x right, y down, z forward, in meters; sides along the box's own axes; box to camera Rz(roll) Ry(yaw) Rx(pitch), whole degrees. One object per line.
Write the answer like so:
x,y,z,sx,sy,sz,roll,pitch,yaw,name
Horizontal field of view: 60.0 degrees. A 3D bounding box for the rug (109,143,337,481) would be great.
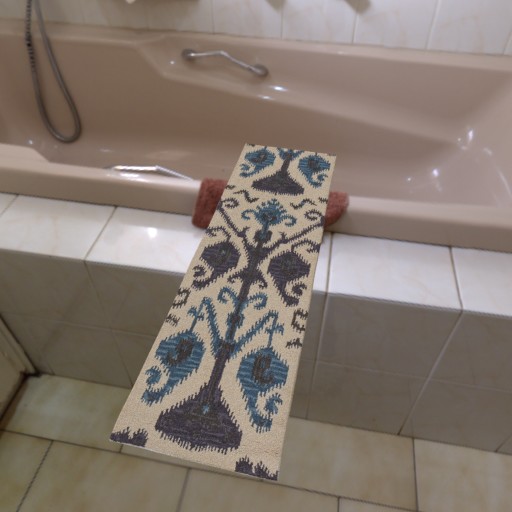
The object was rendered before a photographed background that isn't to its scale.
0.000,0.000,2.505,0.692,0.017,2.301,9,46,9,rug
